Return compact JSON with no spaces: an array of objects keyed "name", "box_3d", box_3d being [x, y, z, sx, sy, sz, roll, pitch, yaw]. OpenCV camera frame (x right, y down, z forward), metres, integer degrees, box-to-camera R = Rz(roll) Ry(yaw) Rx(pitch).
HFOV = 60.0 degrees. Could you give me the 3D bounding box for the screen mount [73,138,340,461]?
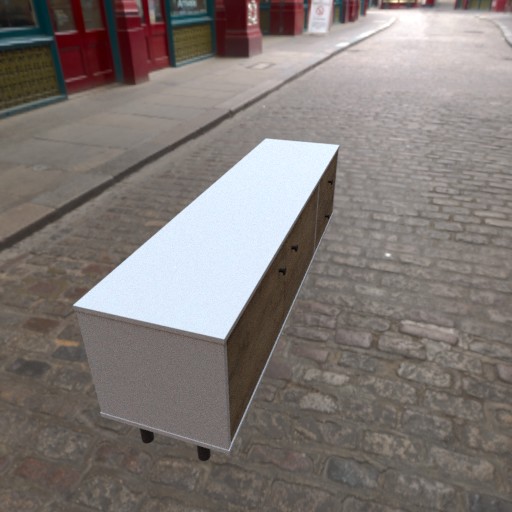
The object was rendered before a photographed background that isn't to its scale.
[{"name":"screen mount","box_3d":[0.000,0.000,1.820,0.418,0.520,1.600,9,31,16]}]
